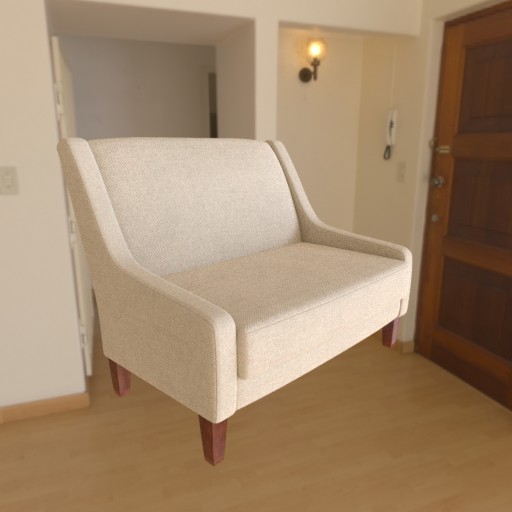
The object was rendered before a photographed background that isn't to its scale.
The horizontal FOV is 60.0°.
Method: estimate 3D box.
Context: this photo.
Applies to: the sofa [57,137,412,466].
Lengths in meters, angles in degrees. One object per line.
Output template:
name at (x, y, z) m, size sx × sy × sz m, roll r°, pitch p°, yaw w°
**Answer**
sofa at (0.000, 0.000, 1.881) m, size 0.946 × 0.976 × 1.212 m, roll 13°, pitch 19°, yaw 42°
